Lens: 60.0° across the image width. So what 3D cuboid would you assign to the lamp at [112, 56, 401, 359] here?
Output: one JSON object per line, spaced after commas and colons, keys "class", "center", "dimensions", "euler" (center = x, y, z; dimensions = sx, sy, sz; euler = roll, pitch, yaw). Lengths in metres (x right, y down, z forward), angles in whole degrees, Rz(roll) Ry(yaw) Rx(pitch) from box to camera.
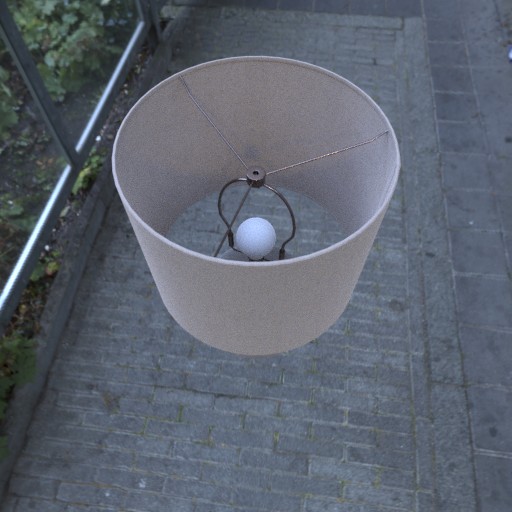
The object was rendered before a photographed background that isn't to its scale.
{"class": "lamp", "center": [0.000, 0.000, 0.592], "dimensions": [0.269, 0.409, 0.269], "euler": [18, 60, 11]}
